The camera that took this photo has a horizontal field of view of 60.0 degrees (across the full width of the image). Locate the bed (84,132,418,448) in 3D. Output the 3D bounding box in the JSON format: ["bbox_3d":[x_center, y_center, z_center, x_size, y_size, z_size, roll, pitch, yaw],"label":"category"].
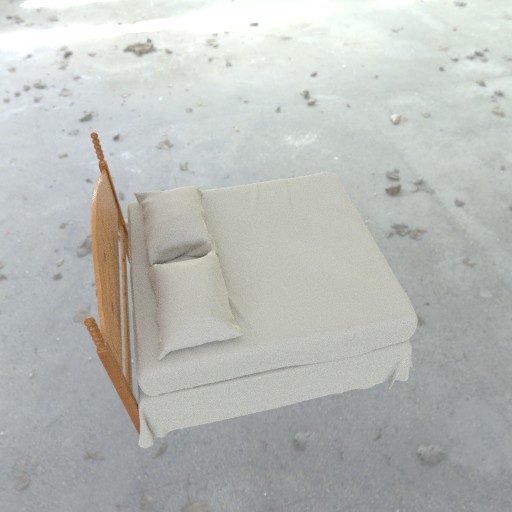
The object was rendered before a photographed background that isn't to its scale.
[{"bbox_3d":[0.000,0.000,3.230,2.040,1.356,1.873,-10,49,-9],"label":"bed"}]
